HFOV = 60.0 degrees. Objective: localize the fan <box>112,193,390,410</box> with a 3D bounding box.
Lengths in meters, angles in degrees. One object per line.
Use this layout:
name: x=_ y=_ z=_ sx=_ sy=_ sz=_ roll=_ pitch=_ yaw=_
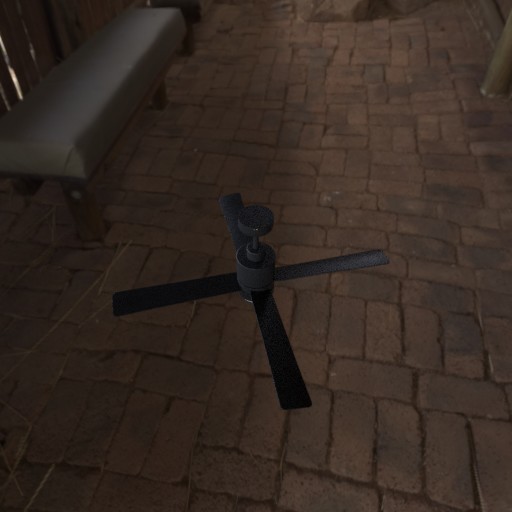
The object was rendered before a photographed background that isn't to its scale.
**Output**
fan: x=0.000 y=0.000 z=2.287 sx=1.525 sy=0.534 sz=1.525 roll=-9 pitch=46 yaw=-9
